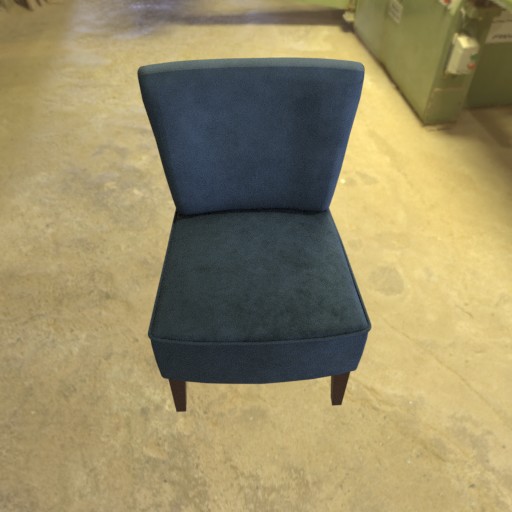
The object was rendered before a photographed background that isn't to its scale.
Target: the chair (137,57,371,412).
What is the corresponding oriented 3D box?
[{"bbox_3d":[0.000,0.000,1.149,0.521,0.806,0.551,-2,46,-2],"label":"chair"}]
